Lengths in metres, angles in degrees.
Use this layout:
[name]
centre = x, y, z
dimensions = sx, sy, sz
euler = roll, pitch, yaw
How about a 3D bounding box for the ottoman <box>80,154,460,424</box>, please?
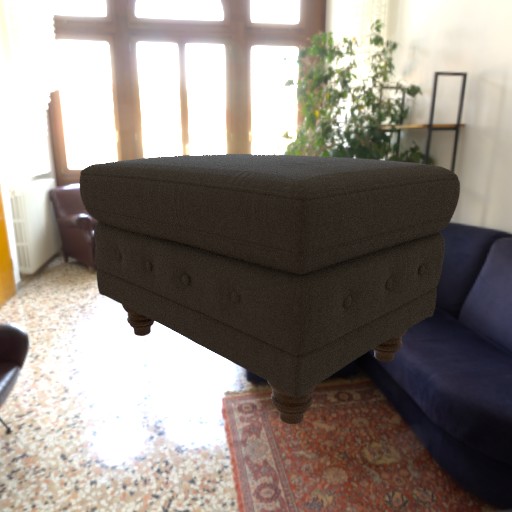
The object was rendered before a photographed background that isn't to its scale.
[ottoman]
centre = 0.000, 0.000, 1.127
dimensions = 0.569, 0.500, 0.771
euler = -14, 20, -43
